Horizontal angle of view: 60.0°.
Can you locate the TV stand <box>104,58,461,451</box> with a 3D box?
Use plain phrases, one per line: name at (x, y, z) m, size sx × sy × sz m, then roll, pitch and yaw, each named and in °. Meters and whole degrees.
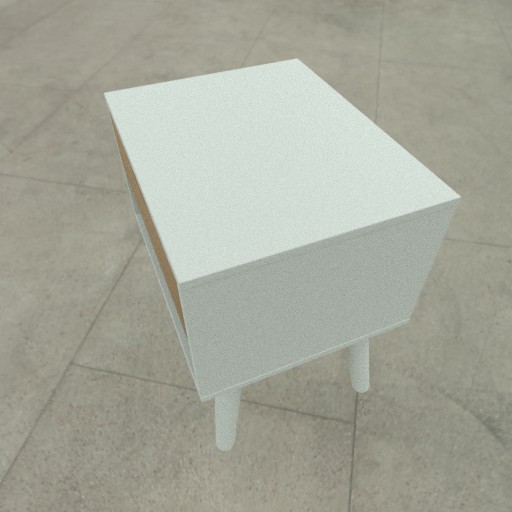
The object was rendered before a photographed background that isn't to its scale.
TV stand at (0.000, 0.000, 0.923) m, size 0.405 × 0.559 × 0.508 m, roll -17°, pitch 48°, yaw -16°
